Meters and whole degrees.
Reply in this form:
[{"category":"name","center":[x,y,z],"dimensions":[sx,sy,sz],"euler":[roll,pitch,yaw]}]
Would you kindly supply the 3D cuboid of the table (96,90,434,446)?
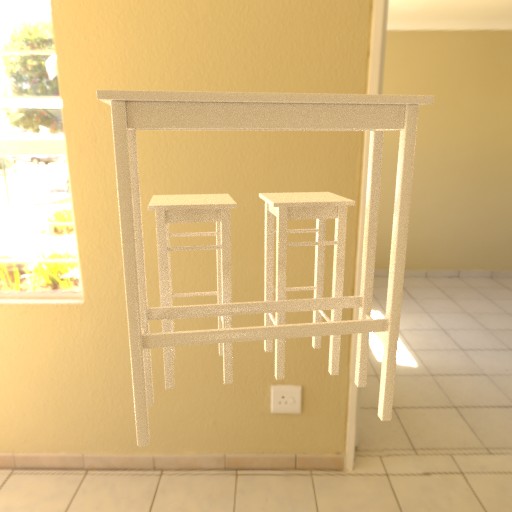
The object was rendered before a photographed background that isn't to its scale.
[{"category":"table","center":[0.000,0.000,1.624],"dimensions":[0.915,1.065,0.650],"euler":[-2,15,-9]}]
